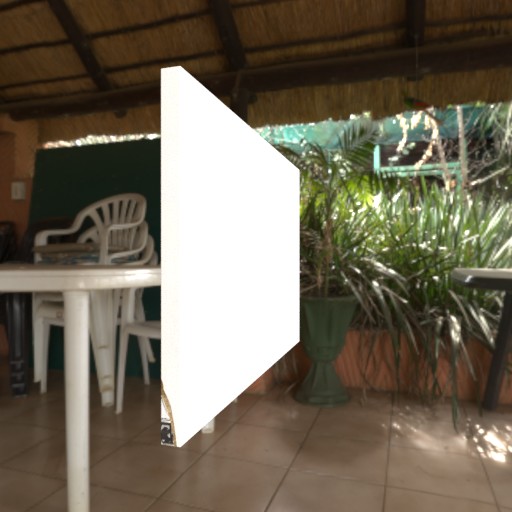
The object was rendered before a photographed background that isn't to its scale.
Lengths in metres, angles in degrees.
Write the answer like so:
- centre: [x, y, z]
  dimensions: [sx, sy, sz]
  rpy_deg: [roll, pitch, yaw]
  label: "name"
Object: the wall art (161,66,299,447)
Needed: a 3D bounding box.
- centre: [0.000, 0.000, 1.131]
  dimensions: [0.038, 0.601, 0.898]
  rpy_deg: [0, 0, 18]
  label: "wall art"
